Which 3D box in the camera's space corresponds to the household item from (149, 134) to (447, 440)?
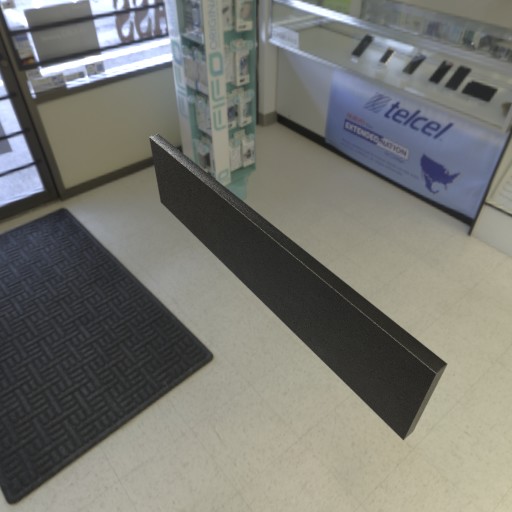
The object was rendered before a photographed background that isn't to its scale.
[{"bbox_3d":[0.000,0.000,1.093,0.030,0.236,1.001,-27,49,-26],"label":"household item"}]
